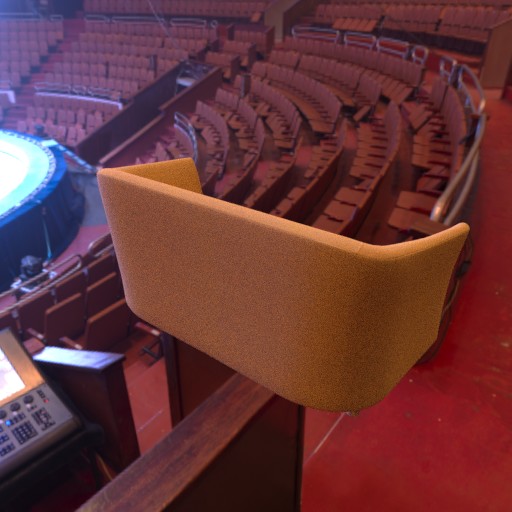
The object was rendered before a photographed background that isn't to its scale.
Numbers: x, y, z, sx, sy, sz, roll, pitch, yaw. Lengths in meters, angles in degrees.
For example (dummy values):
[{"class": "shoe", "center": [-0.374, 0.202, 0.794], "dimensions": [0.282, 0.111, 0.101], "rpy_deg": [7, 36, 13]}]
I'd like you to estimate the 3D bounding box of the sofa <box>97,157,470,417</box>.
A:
[{"class": "sofa", "center": [0.000, 0.000, 1.868], "dimensions": [1.452, 0.721, 0.705], "rpy_deg": [20, 34, 32]}]
